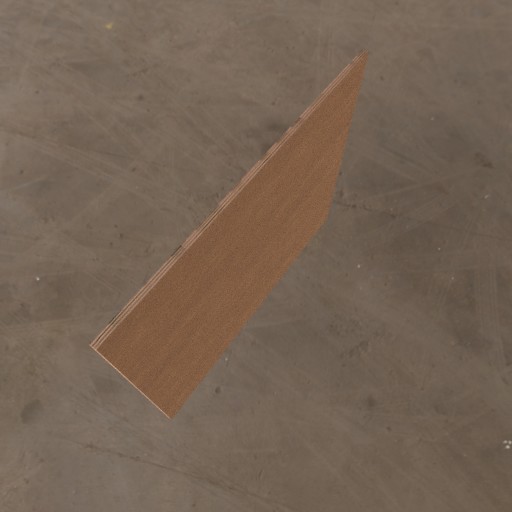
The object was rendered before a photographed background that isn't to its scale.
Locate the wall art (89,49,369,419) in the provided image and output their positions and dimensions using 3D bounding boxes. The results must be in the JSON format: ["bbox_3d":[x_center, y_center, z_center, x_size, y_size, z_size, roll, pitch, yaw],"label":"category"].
[{"bbox_3d":[0.000,0.000,0.681,0.010,0.408,0.508,32,66,16],"label":"wall art"}]
